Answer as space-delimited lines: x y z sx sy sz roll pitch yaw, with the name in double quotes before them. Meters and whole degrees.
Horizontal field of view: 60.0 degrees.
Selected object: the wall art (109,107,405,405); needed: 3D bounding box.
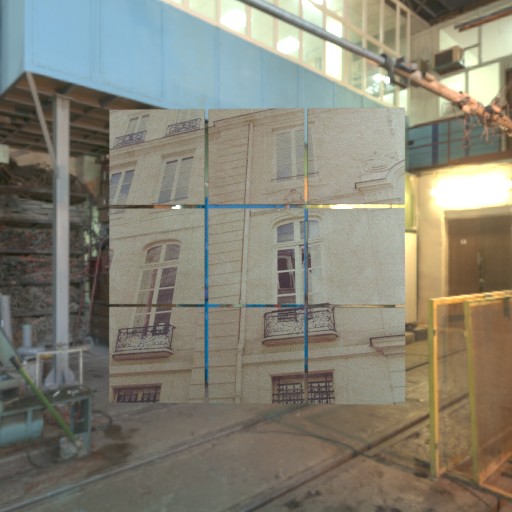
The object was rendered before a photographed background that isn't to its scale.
"wall art" 0.000 0.000 1.842 1.221 1.218 0.024 0 0 1
